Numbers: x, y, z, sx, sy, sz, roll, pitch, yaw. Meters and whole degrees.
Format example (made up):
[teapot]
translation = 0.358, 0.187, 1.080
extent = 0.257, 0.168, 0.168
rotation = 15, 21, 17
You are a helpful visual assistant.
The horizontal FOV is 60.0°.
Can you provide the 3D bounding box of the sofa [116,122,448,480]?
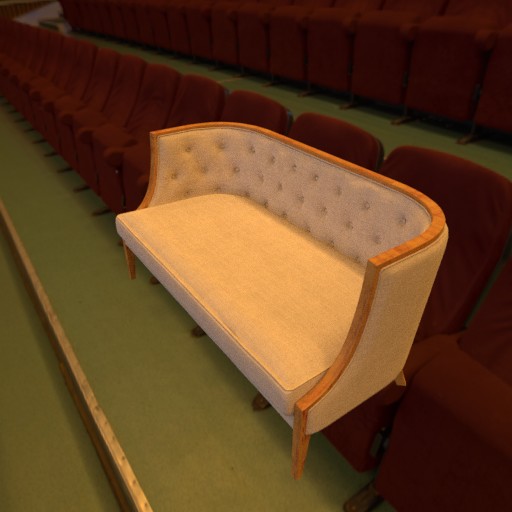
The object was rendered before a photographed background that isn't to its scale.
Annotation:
[sofa]
translation = 0.000, 0.000, 1.933
extent = 0.770, 0.775, 1.474
rotation = -21, 38, -29
